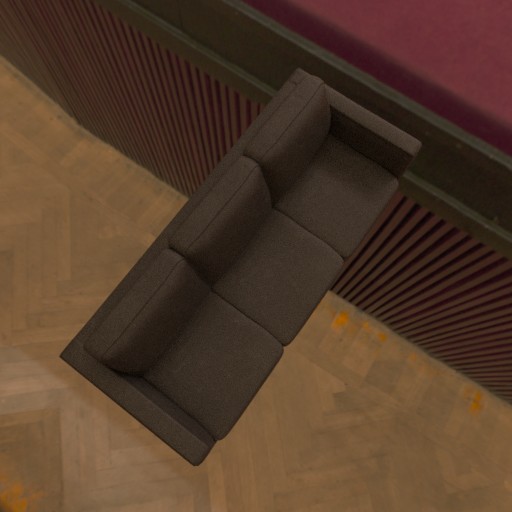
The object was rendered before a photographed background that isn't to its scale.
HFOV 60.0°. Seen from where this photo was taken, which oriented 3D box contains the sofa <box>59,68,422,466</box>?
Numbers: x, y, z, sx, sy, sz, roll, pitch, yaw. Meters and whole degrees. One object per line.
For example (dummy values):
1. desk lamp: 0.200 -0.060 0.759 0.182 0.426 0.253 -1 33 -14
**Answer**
1. sofa: 0.000 0.000 2.493 0.879 0.899 2.029 35 77 9
